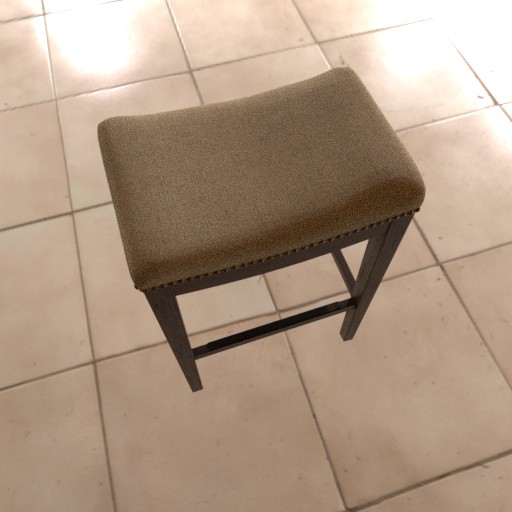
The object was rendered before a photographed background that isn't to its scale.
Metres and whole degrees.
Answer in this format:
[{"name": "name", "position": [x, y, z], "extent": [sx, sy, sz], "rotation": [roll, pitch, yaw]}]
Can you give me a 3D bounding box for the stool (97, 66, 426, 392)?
[{"name": "stool", "position": [0.000, 0.000, 1.072], "extent": [0.509, 0.768, 0.363], "rotation": [-16, 64, -8]}]
